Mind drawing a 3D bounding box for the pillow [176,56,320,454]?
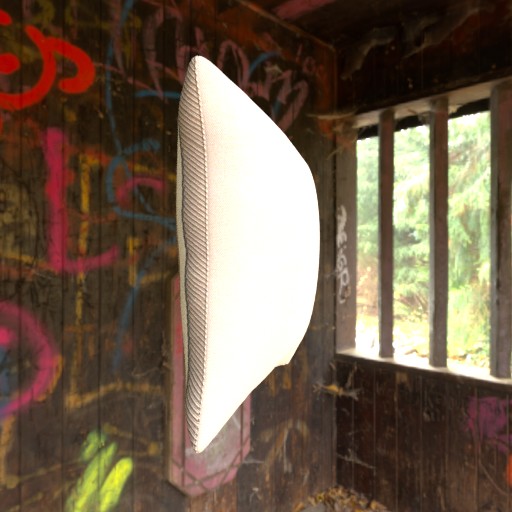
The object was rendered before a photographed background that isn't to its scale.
[{"bbox_3d":[0.000,0.000,0.636,0.173,0.401,0.416,0,0,17],"label":"pillow"}]
